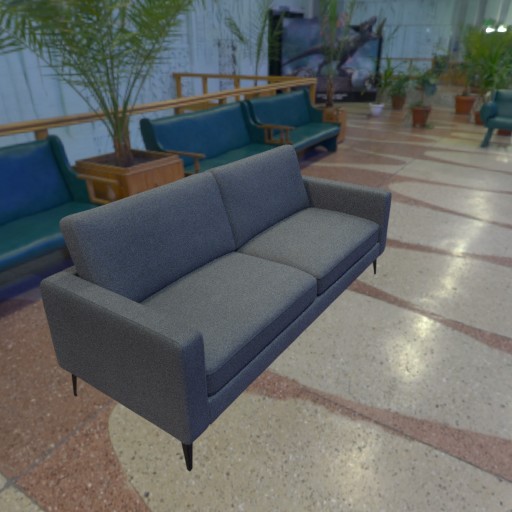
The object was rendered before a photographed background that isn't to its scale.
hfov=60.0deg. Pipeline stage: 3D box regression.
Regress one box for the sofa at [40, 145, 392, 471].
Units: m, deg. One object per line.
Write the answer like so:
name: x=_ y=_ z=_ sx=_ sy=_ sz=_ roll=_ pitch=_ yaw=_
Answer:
sofa: x=0.000 y=0.000 z=2.321 sx=0.774 sy=0.828 sz=1.925 roll=17 pitch=30 yaw=31
